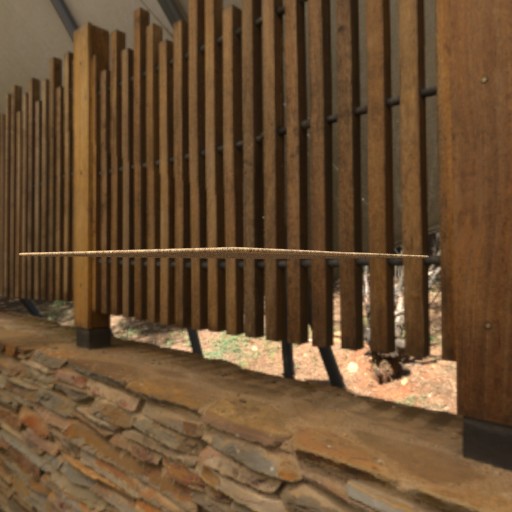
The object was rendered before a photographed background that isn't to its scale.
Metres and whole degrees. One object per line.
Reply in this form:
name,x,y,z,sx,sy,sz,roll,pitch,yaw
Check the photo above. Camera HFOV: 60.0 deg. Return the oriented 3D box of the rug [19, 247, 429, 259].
rug,0.000,0.000,2.317,1.243,0.014,1.846,-1,-1,37
